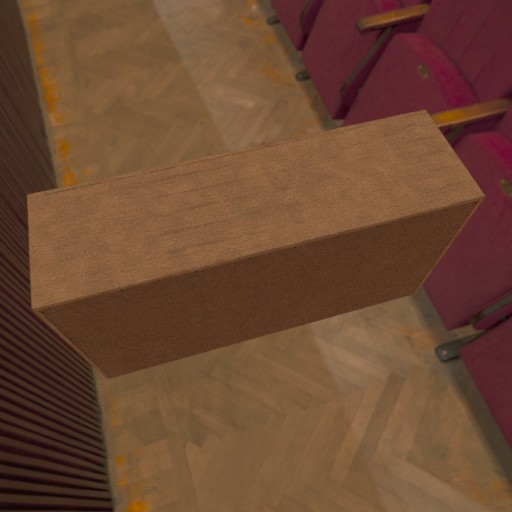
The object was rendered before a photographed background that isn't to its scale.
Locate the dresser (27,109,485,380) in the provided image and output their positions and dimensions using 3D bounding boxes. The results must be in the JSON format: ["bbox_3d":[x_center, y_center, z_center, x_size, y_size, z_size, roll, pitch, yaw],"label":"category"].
[{"bbox_3d":[0.000,0.000,2.022,1.628,0.889,0.483,-14,61,-8],"label":"dresser"}]
